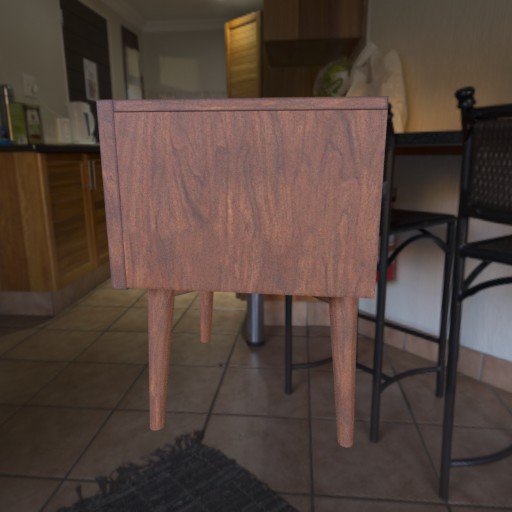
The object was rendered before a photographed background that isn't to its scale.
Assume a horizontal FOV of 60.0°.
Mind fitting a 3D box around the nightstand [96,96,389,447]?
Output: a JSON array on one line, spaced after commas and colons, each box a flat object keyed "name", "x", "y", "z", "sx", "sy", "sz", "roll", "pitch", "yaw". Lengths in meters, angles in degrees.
[{"name": "nightstand", "x": 0.000, "y": 0.000, "z": 0.971, "sx": 0.445, "sy": 0.607, "sz": 0.521, "roll": 2, "pitch": 14, "yaw": 8}]
